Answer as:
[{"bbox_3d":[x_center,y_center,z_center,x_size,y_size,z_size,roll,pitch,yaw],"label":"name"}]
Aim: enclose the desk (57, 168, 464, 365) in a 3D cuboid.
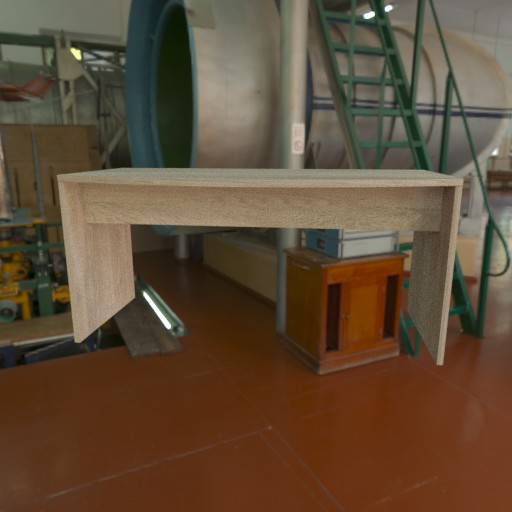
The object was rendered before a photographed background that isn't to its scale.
[{"bbox_3d":[0.000,0.000,2.044,1.600,0.752,0.802,2,14,8],"label":"desk"}]
